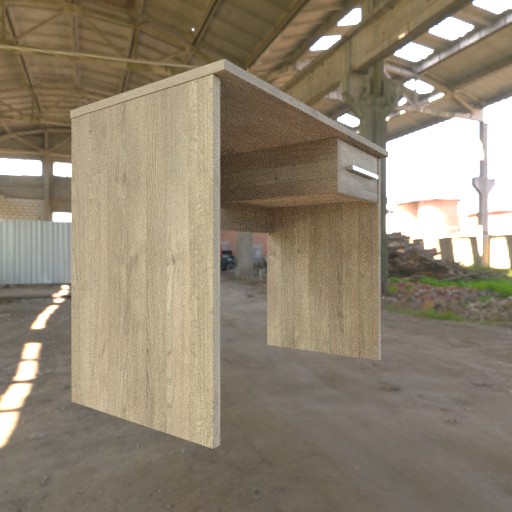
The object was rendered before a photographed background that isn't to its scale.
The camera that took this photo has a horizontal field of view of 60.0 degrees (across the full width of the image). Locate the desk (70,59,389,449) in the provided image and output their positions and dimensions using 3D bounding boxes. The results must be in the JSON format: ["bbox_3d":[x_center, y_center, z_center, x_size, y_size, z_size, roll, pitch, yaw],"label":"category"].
[{"bbox_3d":[0.000,0.000,1.321,0.498,0.724,0.893,0,0,36],"label":"desk"}]
